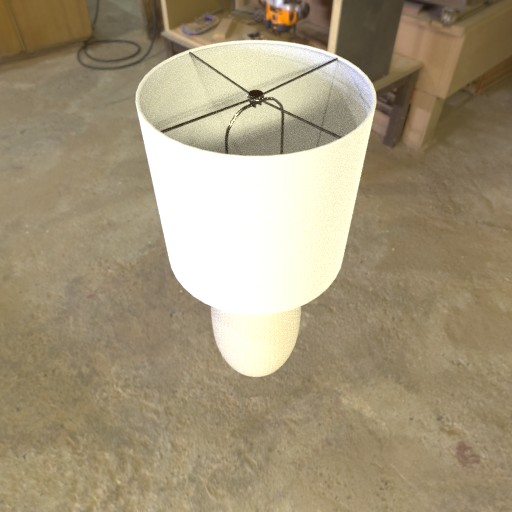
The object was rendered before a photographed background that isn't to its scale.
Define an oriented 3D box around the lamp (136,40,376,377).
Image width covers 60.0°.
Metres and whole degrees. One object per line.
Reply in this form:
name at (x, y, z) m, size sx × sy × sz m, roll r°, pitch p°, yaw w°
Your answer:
lamp at (0.000, 0.000, 0.571) m, size 0.217 × 0.453 × 0.217 m, roll -32°, pitch 55°, yaw -26°
